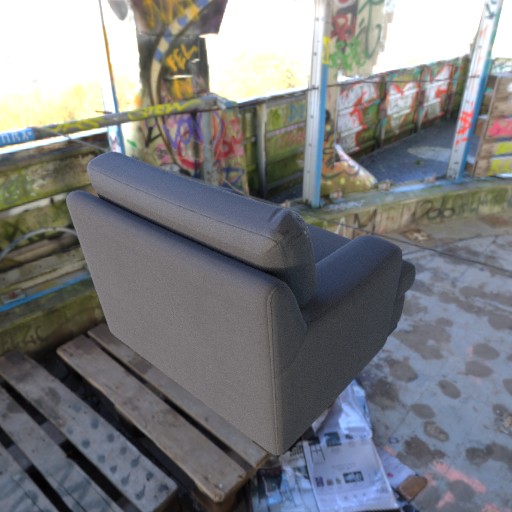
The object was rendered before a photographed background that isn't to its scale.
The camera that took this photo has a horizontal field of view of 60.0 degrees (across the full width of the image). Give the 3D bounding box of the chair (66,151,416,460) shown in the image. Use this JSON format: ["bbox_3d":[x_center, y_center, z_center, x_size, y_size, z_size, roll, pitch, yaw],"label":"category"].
[{"bbox_3d":[0.000,0.000,2.010,1.168,0.940,1.143,23,37,35],"label":"chair"}]
